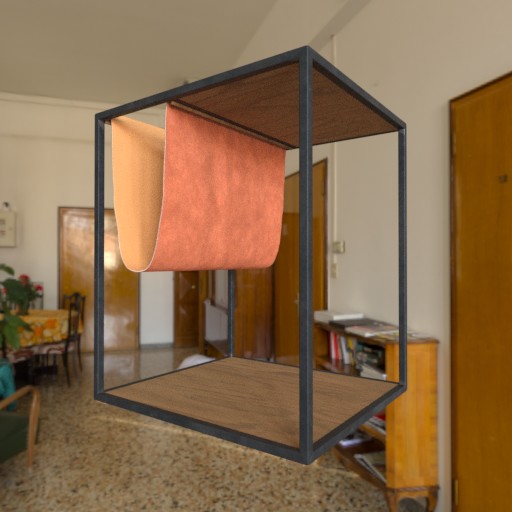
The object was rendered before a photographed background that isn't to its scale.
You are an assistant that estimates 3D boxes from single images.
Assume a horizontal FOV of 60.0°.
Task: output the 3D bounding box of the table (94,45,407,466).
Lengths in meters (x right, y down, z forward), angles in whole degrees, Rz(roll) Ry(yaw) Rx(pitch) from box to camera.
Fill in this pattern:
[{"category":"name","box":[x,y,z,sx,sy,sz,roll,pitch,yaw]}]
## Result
[{"category":"table","box":[0.000,0.000,0.849,0.450,0.536,0.399,0,-1,36]}]
